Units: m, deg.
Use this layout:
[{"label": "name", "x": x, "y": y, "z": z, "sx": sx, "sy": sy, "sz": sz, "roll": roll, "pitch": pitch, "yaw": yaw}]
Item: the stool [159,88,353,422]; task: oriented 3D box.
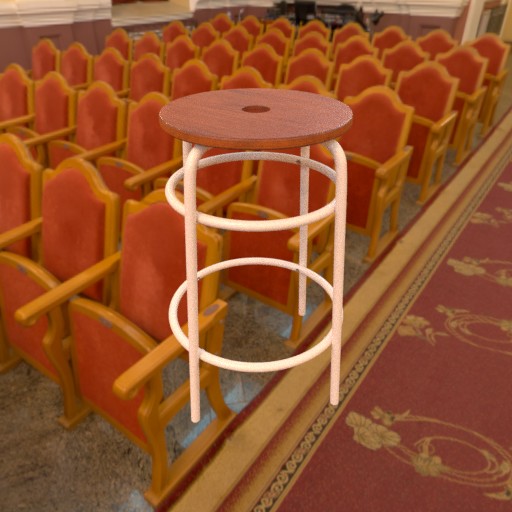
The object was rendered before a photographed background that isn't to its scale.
[{"label": "stool", "x": 0.000, "y": 0.000, "z": 0.939, "sx": 0.455, "sy": 0.610, "sz": 0.455, "roll": 22, "pitch": 38, "yaw": 30}]
